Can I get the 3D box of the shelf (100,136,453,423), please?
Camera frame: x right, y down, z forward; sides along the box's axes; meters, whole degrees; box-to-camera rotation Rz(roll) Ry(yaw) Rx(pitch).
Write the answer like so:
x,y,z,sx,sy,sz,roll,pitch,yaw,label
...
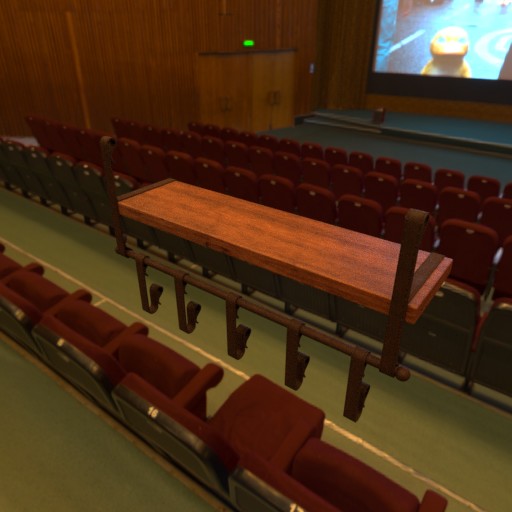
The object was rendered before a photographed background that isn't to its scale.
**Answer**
x,y,z,sx,sy,sz,roll,pitch,yaw,label
0.000,0.000,0.714,0.567,0.330,0.146,20,35,32,shelf
